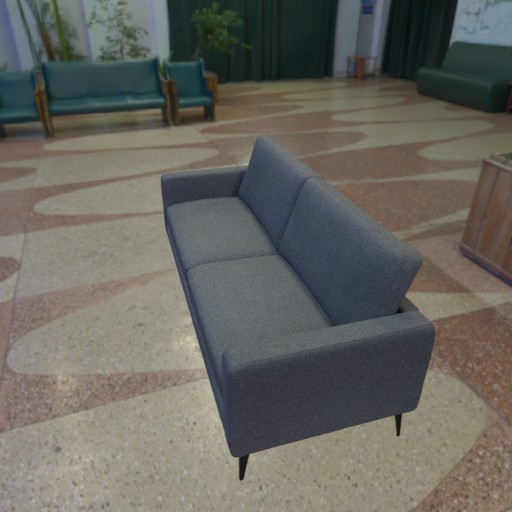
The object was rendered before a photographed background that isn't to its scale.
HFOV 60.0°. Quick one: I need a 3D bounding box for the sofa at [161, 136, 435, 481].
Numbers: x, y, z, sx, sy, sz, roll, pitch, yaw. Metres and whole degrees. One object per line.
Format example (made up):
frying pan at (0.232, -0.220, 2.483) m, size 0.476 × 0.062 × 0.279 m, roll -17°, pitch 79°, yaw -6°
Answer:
sofa at (0.000, 0.000, 2.339) m, size 0.774 × 0.828 × 1.925 m, roll -9°, pitch 31°, yaw -15°
